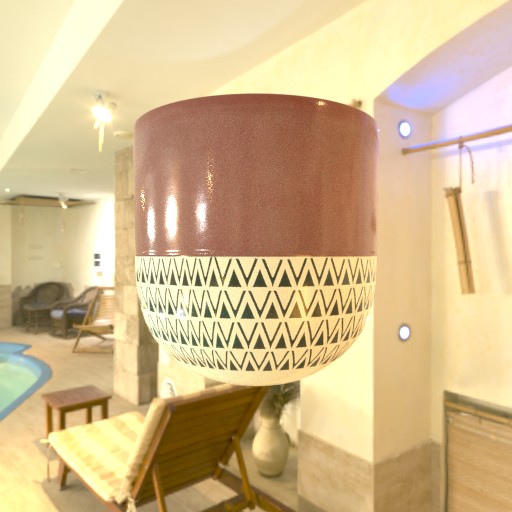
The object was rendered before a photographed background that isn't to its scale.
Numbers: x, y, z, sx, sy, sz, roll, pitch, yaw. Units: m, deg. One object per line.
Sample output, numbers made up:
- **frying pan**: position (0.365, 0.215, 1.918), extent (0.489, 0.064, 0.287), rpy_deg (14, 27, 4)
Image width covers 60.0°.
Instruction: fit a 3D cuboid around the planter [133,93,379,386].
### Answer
- **planter**: position (0.000, 0.000, 0.498), extent (0.266, 0.270, 0.266), rpy_deg (0, 0, 0)
